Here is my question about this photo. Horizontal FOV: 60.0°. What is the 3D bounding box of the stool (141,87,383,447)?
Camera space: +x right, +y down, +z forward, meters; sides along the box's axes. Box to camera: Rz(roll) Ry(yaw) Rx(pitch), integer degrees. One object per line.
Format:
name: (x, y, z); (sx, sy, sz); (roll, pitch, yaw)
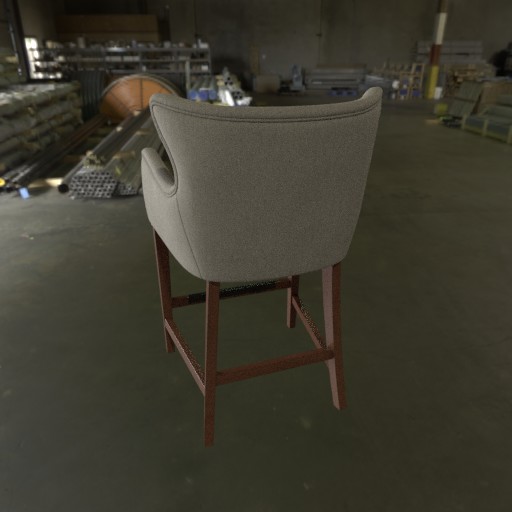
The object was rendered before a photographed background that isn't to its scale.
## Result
stool: (0.000, 0.000, 1.321); (0.575, 0.951, 0.575); (-8, 26, -17)
